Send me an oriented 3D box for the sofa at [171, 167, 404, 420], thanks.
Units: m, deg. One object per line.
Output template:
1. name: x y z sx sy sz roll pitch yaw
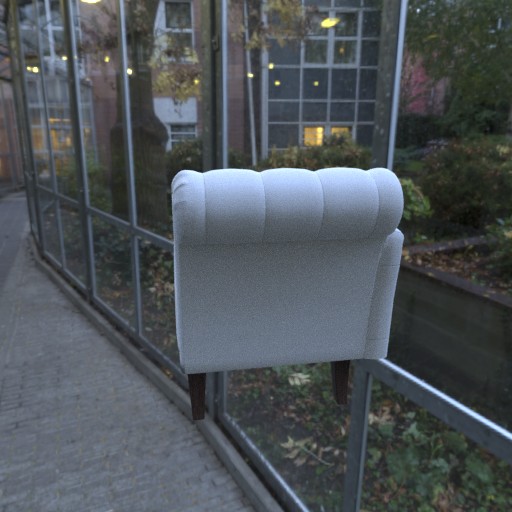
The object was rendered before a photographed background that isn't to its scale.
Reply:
1. sofa: 0.000 0.000 1.832 0.675 0.787 1.379 -3 15 -10
